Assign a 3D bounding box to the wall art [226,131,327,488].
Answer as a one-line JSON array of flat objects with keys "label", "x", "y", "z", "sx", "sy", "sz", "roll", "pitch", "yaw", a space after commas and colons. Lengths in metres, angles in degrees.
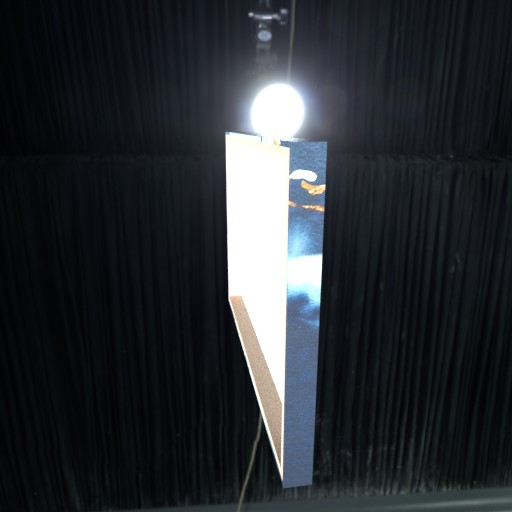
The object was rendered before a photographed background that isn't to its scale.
[{"label": "wall art", "x": 0.000, "y": 0.000, "z": 0.767, "sx": 0.036, "sy": 0.405, "sz": 0.607, "roll": -3, "pitch": 17, "yaw": -9}]
